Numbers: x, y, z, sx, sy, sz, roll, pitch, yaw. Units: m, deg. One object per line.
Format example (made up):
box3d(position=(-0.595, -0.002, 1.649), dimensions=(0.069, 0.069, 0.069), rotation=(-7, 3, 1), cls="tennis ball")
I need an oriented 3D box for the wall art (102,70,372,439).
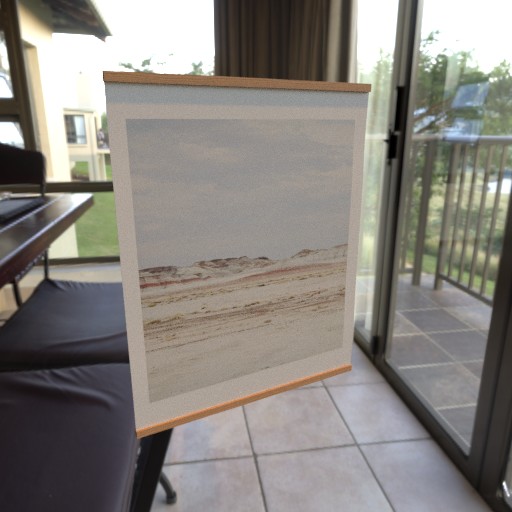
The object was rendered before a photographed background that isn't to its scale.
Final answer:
box3d(position=(0.000, 0.000, 0.679), dimensions=(0.404, 0.507, 0.010), rotation=(-9, 19, -27), cls="wall art")
